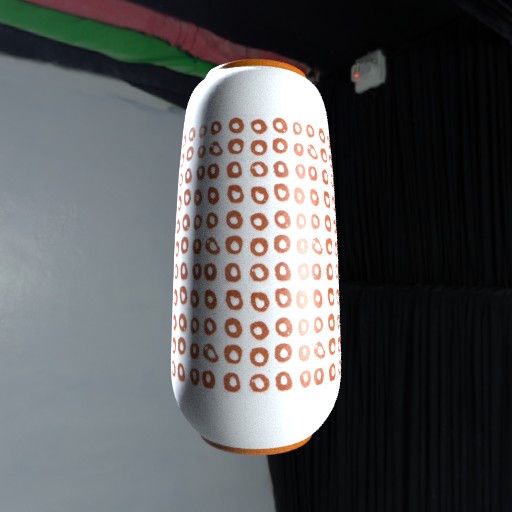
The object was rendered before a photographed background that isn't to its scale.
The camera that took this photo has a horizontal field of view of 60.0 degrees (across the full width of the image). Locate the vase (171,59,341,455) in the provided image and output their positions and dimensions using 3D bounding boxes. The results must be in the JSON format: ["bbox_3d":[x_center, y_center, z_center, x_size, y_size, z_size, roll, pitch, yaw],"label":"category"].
[{"bbox_3d":[0.000,0.000,0.356,0.133,0.282,0.133,0,-1,0],"label":"vase"}]
